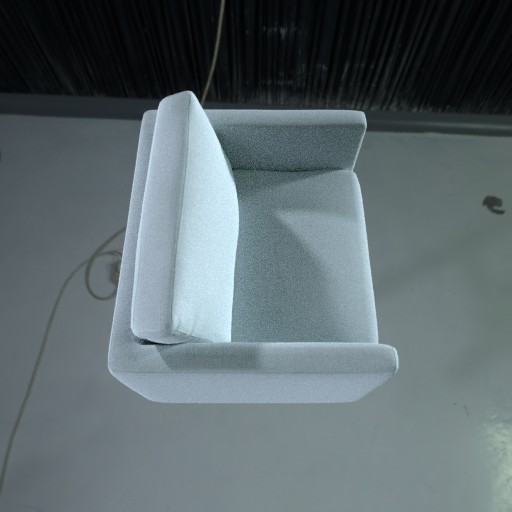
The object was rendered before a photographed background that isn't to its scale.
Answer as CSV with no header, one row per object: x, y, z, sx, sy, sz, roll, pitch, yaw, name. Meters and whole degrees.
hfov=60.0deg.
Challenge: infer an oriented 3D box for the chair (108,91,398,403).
0.000,0.000,1.849,0.953,0.961,1.107,0,65,0,chair
